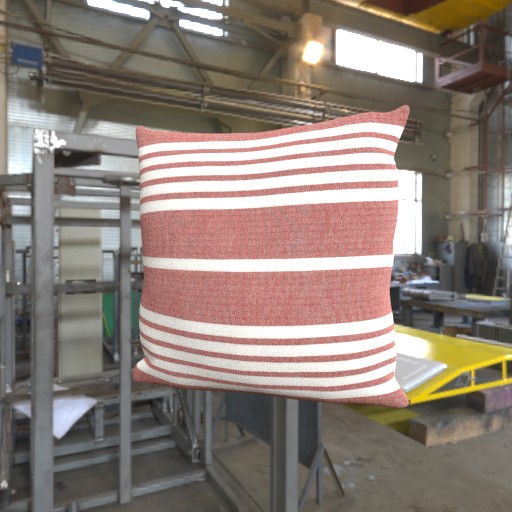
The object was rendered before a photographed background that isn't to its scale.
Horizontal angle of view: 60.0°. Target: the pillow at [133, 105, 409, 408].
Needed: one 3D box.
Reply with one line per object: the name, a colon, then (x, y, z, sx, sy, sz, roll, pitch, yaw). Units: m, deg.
pillow: (0.000, 0.000, 0.672, 0.439, 0.427, 0.182, 0, 1, 18)
